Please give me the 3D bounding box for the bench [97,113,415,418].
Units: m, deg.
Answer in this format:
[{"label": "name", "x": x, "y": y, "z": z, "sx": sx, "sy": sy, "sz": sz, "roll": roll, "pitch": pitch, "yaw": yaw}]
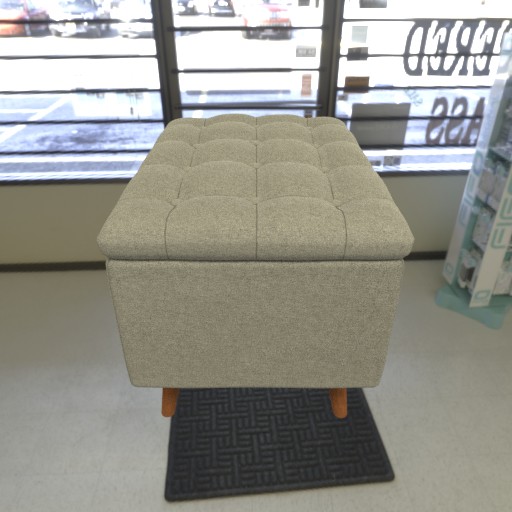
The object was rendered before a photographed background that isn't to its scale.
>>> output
[{"label": "bench", "x": 0.000, "y": 0.000, "z": 0.912, "sx": 0.417, "sy": 0.469, "sz": 0.572, "roll": 0, "pitch": 31, "yaw": 0}]
